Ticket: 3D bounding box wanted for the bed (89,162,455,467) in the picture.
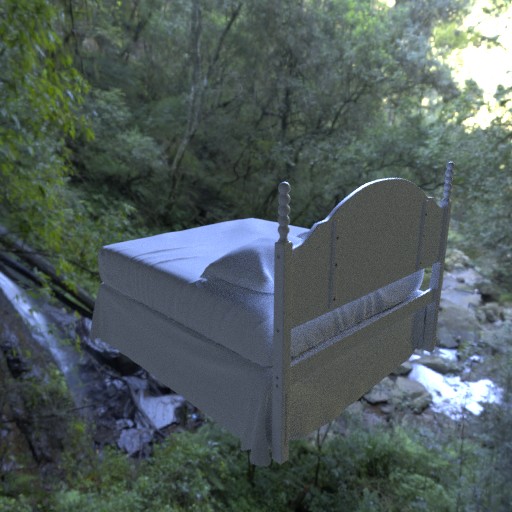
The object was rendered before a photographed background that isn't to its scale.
[{"bbox_3d":[0.000,0.000,3.200,1.873,1.356,2.040,-15,22,-42],"label":"bed"}]
